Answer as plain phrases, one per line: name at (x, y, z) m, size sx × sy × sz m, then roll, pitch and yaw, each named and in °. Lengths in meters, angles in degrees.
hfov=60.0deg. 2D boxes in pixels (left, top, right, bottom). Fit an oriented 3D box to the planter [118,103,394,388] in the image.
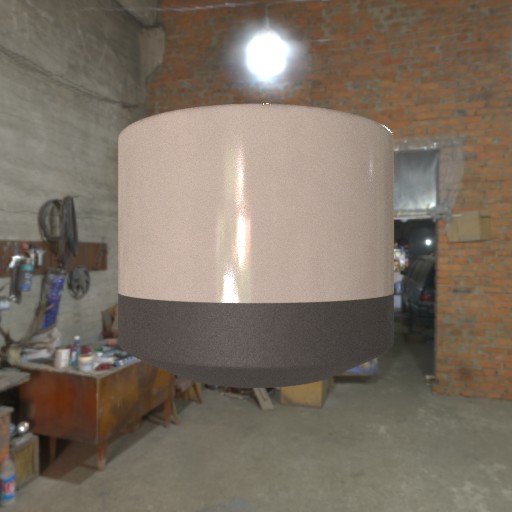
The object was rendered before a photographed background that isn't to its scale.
planter at (0.000, 0.000, 0.216) m, size 0.128 × 0.105 × 0.128 m, roll 0°, pitch 0°, yaw 0°
